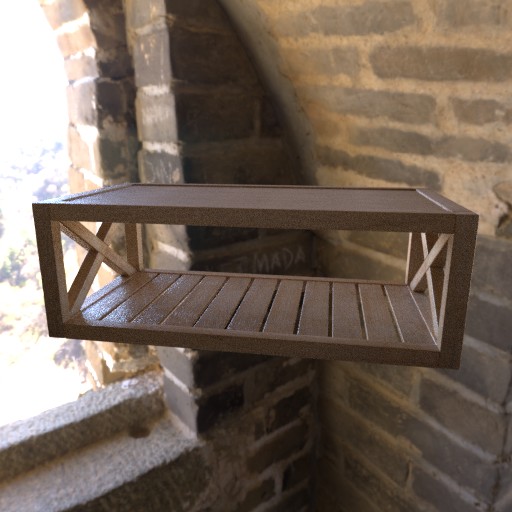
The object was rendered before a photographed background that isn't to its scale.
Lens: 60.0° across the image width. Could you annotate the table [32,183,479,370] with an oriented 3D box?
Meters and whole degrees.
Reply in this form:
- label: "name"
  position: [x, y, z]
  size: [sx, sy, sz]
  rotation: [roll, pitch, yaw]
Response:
- label: "table"
  position: [0.000, 0.000, 1.645]
  size: [1.321, 0.457, 0.660]
  rotation: [3, 15, 9]
